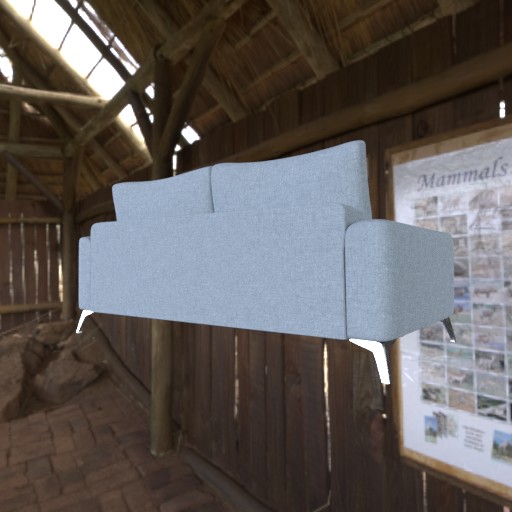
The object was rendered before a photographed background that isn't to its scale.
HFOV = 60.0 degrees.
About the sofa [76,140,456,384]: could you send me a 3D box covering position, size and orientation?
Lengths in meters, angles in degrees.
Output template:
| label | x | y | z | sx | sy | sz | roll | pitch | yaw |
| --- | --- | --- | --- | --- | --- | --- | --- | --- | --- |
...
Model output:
| label | x | y | z | sx | sy | sz | roll | pitch | yaw |
| --- | --- | --- | --- | --- | --- | --- | --- | --- | --- |
| sofa | 0.000 | 0.000 | 2.162 | 1.650 | 0.790 | 0.920 | -1 | -1 | 36 |
